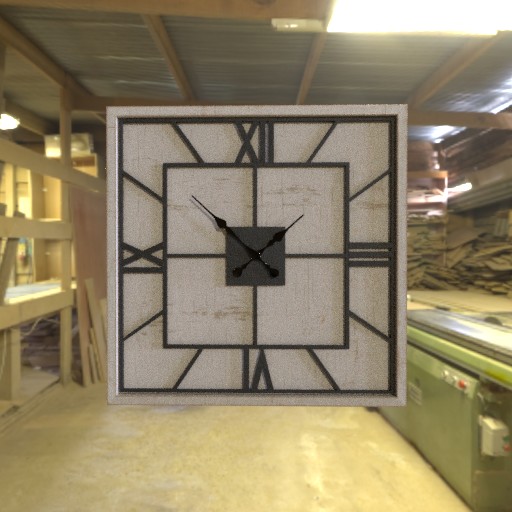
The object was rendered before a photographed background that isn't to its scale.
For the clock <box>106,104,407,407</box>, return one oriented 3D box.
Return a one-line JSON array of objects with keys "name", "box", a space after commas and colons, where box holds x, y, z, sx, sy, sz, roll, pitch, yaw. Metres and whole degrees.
[{"name": "clock", "box": [0.000, 0.000, 1.055, 0.705, 0.705, 0.032, 0, 0, 1]}]
